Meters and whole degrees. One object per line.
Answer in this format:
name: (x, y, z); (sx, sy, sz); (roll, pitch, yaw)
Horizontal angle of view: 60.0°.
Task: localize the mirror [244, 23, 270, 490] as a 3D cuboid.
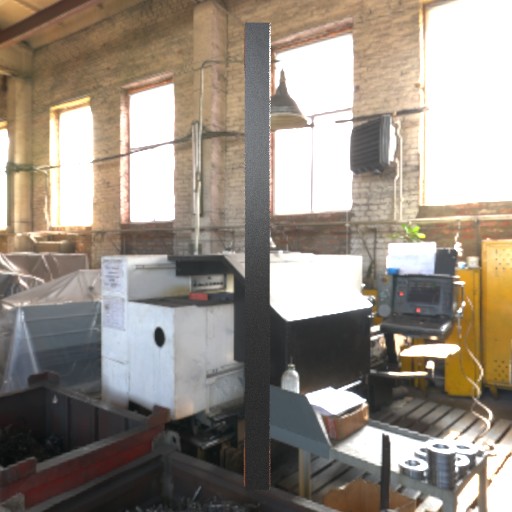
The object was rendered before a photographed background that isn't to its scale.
mirror: (0.000, 0.000, 1.041); (0.047, 0.823, 0.525); (0, 0, 0)
